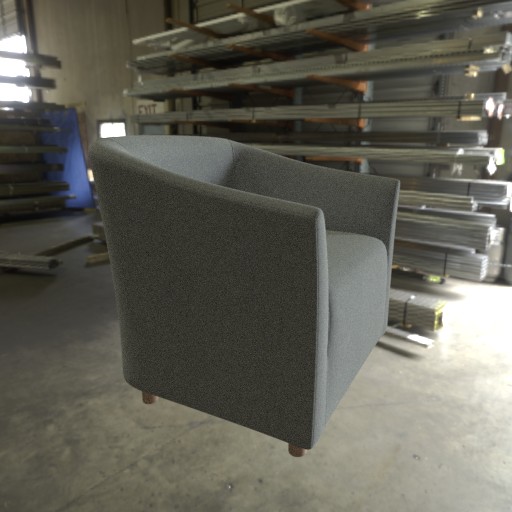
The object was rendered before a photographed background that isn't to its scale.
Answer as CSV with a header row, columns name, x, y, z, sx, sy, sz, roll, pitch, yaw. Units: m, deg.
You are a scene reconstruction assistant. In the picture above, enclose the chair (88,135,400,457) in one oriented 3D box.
name,x,y,z,sx,sy,sz,roll,pitch,yaw
chair,0.000,0.000,1.364,0.700,0.720,0.790,8,16,27
